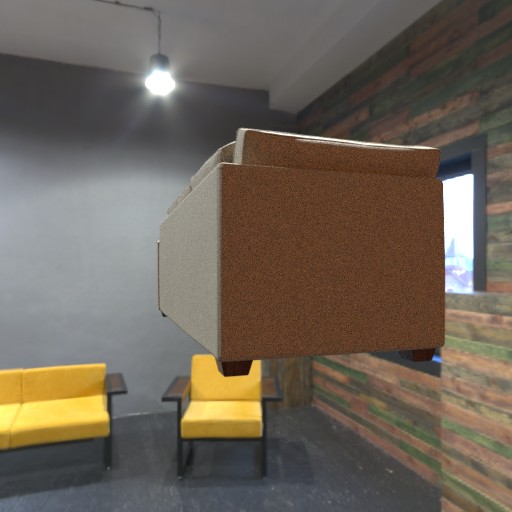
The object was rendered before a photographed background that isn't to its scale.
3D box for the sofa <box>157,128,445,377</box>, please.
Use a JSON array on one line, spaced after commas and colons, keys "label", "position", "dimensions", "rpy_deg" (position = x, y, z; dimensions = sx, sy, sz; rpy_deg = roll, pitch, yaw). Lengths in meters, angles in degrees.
[{"label": "sofa", "position": [0.000, 0.000, 2.817], "dimensions": [1.053, 0.948, 2.323], "rpy_deg": [1, -2, -18]}]
